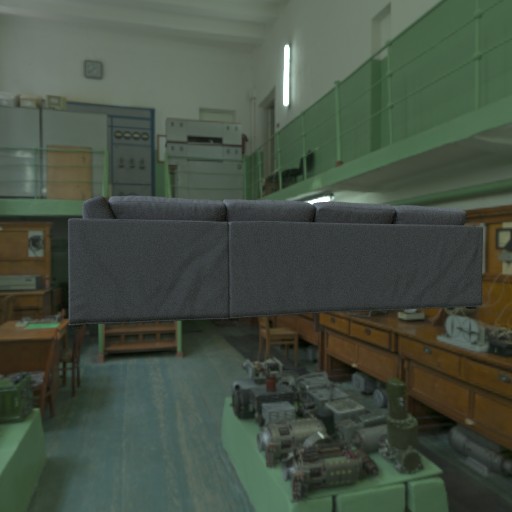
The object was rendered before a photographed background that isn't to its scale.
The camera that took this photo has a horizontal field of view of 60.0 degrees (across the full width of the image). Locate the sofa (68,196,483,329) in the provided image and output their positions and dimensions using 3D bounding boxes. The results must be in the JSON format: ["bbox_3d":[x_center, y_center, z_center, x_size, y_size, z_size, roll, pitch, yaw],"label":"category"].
[{"bbox_3d":[0.000,0.000,4.323,3.182,0.871,2.432,0,1,-17],"label":"sofa"}]
